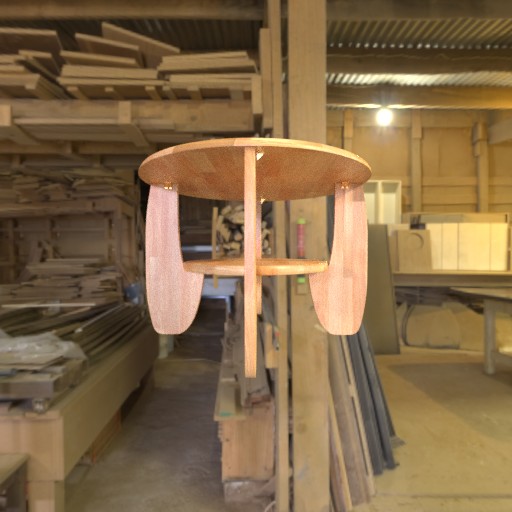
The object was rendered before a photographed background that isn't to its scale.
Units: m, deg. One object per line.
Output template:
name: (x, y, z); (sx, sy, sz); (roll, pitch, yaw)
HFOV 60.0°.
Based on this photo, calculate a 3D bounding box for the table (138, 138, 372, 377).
table: (0.000, 0.000, 1.388); (0.690, 0.490, 1.040); (0, 1, 1)
